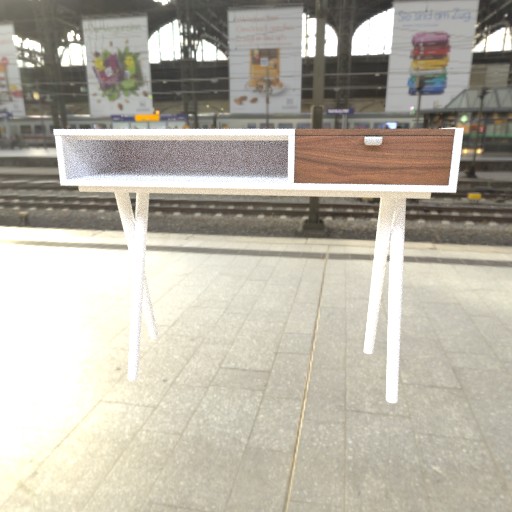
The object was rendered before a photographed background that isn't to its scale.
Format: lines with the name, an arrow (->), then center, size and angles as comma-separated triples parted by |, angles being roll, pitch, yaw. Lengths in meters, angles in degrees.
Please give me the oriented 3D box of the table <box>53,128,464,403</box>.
table -> 0.000, 0.000, 1.426 | 1.066, 0.785, 0.418 | 2, 16, 8
